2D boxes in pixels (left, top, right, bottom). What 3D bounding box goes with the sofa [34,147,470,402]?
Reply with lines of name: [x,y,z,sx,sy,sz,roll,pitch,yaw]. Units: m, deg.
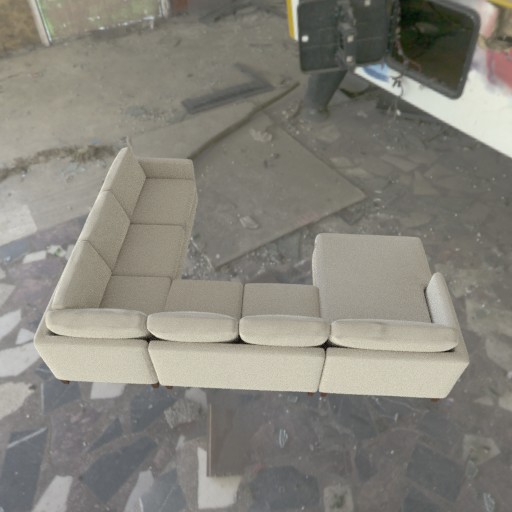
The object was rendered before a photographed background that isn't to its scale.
sofa: [0.000,0.000,4.484,3.459,0.956,2.593,2,47,2]
